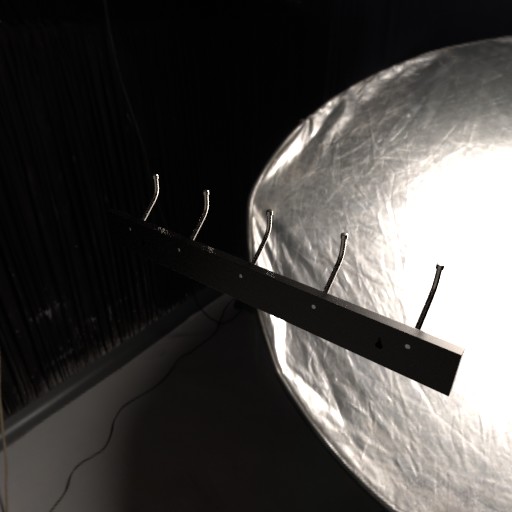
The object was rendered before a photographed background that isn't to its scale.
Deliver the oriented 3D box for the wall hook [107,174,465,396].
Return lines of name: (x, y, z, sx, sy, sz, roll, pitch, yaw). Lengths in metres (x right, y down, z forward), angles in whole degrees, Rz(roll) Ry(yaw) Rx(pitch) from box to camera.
wall hook: (0.000, 0.000, 0.619, 0.571, 0.117, 0.071, 21, 37, 31)
